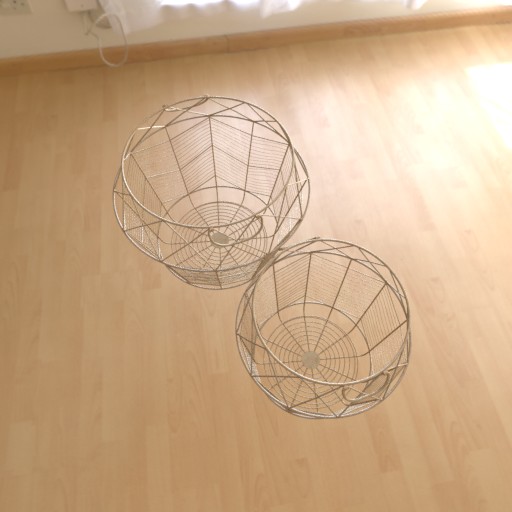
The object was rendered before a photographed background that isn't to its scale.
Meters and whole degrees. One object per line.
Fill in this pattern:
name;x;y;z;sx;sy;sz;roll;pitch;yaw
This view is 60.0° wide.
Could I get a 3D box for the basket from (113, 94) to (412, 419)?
basket;0.000;0.000;1.009;0.451;0.343;0.805;-31;65;-16
